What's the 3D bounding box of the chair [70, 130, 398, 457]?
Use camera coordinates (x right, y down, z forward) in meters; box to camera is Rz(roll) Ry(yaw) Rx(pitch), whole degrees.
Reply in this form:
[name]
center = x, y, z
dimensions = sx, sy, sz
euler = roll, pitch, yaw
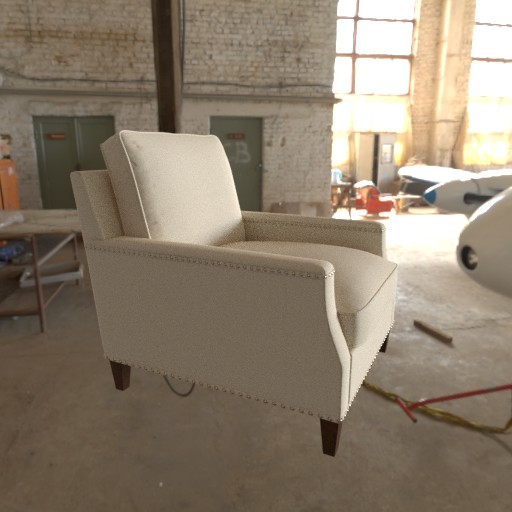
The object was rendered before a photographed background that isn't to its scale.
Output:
[chair]
center = 0.000, 0.000, 1.737
dimensions = 1.014, 0.943, 0.853
euler = 7, 15, 26
